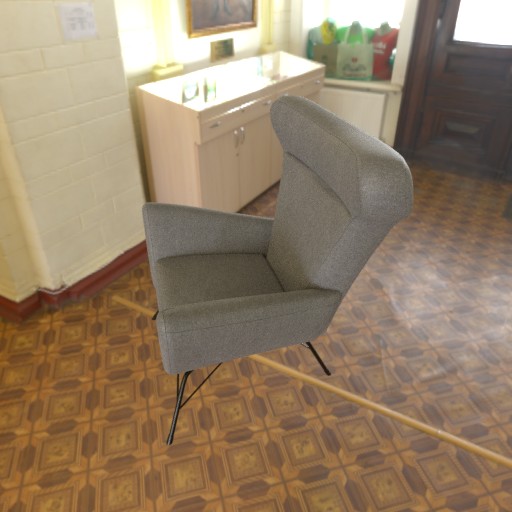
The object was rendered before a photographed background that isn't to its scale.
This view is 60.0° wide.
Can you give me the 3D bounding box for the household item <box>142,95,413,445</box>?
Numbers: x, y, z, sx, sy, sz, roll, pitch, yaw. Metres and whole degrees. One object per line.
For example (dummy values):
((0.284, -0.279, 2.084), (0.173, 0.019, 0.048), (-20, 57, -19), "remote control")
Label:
((0.000, 0.000, 1.785), (0.900, 1.050, 0.980), (-8, 33, -13), "household item")
